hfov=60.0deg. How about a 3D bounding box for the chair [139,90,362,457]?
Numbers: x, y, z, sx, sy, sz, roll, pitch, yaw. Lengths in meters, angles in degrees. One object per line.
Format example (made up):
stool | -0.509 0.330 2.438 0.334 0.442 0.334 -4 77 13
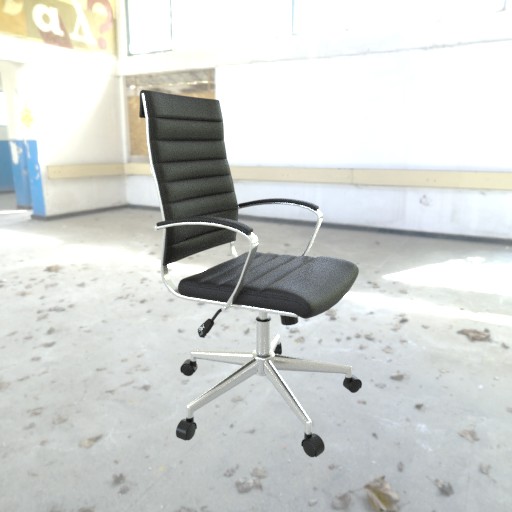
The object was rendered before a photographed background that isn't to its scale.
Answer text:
chair | 0.000 0.000 1.638 0.739 1.149 0.766 8 17 28
